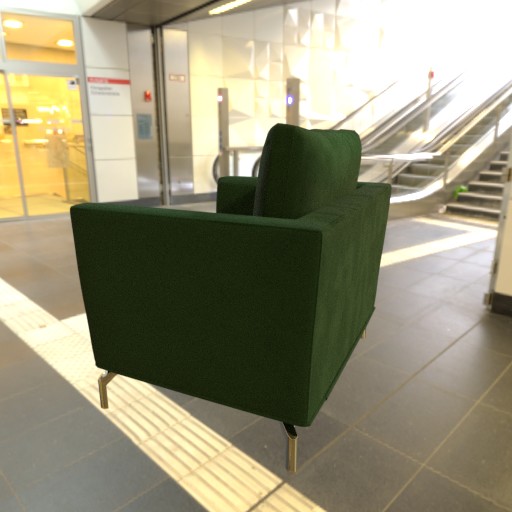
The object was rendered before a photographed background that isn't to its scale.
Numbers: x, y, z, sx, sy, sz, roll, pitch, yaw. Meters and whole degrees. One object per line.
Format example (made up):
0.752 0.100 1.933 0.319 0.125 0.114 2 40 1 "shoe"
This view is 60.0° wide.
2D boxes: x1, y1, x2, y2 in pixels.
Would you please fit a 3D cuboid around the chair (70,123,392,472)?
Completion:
0.000 0.000 1.754 0.852 0.997 1.047 7 17 24 "chair"
